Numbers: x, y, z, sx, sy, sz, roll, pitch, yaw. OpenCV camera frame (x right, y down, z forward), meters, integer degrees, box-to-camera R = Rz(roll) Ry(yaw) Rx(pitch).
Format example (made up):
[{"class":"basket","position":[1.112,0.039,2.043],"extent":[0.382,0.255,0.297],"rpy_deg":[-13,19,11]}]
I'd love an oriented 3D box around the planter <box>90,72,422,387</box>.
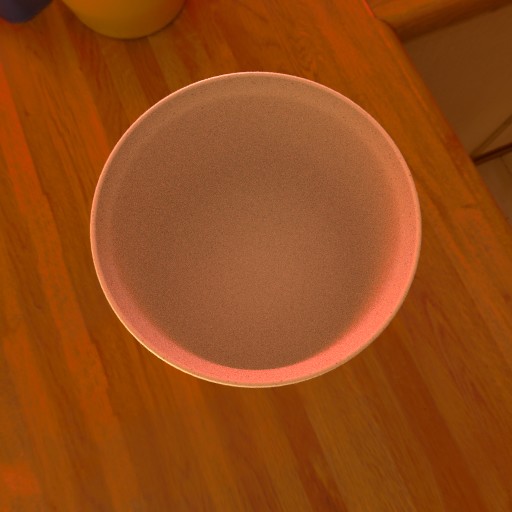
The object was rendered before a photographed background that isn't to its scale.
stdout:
[{"class":"planter","position":[0.000,0.000,0.486],"extent":[0.268,0.270,0.268],"rpy_deg":[0,76,0]}]
